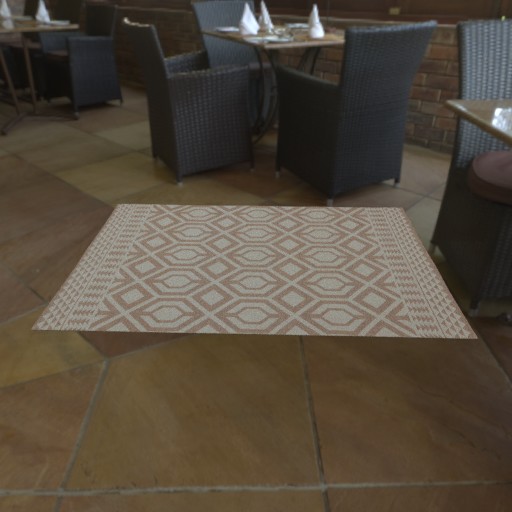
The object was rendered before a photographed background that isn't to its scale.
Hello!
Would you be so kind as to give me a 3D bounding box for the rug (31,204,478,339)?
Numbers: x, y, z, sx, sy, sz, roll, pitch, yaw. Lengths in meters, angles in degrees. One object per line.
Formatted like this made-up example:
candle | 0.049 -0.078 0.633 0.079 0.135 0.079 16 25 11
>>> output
rug | 0.000 0.000 2.332 1.829 0.008 1.219 1 32 1
